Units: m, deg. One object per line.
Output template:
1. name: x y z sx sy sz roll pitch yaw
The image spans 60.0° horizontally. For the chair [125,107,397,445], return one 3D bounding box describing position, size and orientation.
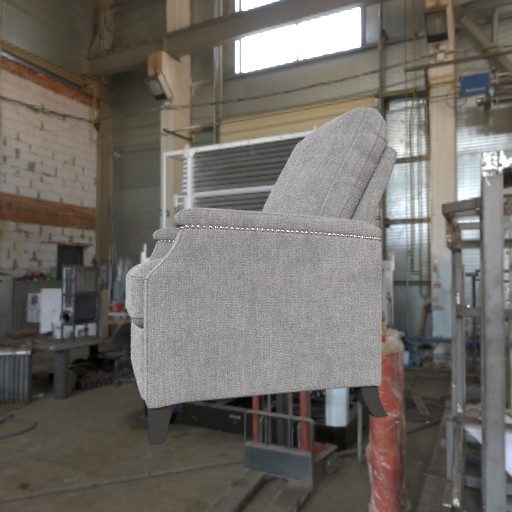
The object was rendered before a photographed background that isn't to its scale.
1. chair: 0.000 0.000 1.661 0.922 1.049 0.710 1 -2 -19
